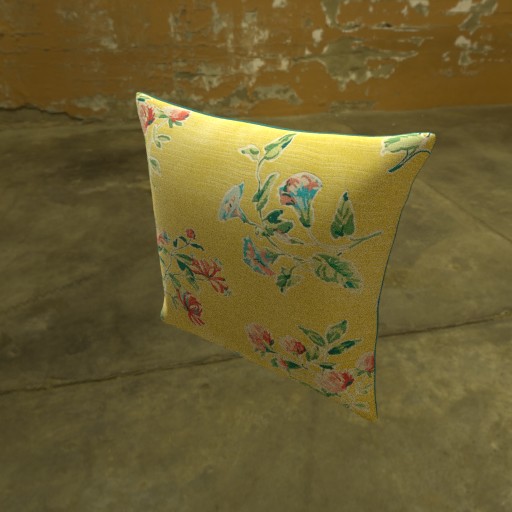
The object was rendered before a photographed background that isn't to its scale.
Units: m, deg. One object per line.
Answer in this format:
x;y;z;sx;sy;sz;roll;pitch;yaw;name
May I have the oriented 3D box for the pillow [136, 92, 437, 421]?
0.000;0.000;0.790;0.525;0.508;0.166;19;35;29;pillow
